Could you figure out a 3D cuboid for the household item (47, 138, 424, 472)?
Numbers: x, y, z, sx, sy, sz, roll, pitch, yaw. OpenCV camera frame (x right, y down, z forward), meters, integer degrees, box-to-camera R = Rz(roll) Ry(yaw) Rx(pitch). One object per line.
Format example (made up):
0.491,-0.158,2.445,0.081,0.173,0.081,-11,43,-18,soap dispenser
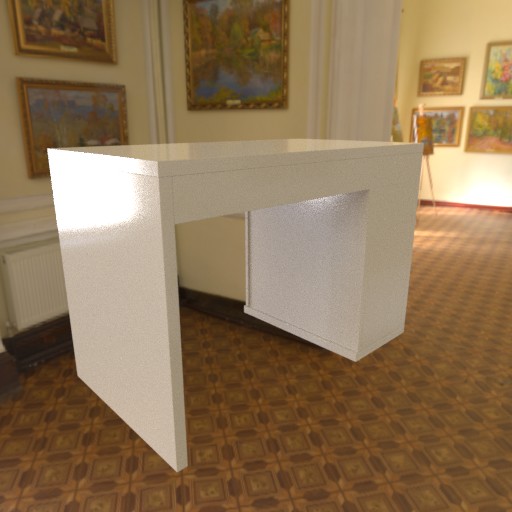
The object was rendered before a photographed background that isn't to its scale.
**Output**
0.000,0.000,1.546,1.100,0.749,0.597,-15,23,-41,household item
